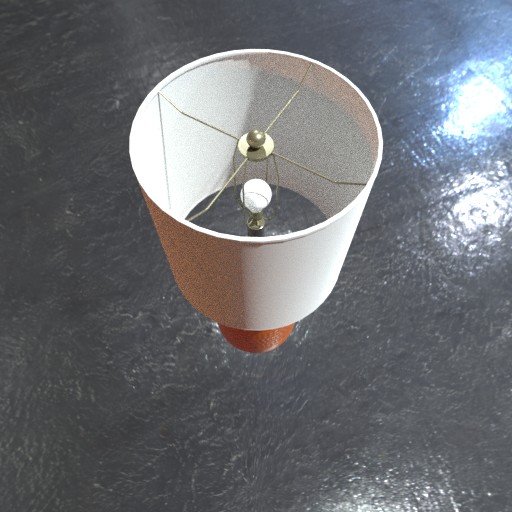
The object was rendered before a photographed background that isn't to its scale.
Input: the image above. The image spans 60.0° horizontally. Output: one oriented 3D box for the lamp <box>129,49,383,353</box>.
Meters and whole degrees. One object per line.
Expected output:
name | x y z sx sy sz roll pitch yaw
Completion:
lamp | 0.000 0.000 1.119 0.418 0.871 0.418 -18 63 -10
